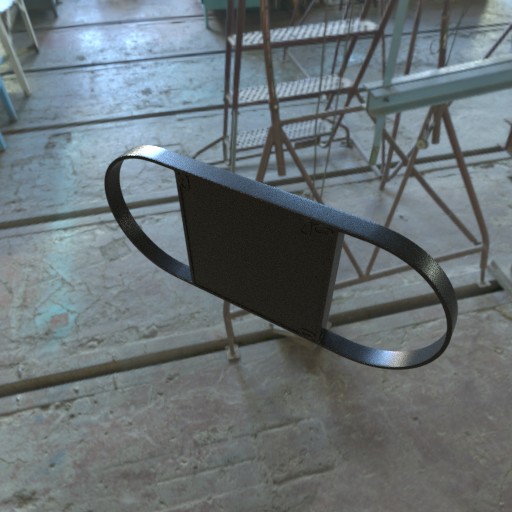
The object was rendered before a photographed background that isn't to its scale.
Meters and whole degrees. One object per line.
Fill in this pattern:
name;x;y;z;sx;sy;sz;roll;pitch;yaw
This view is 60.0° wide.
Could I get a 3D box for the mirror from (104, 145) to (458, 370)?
mirror;0.000;0.000;0.677;0.584;0.254;0.032;23;50;21
